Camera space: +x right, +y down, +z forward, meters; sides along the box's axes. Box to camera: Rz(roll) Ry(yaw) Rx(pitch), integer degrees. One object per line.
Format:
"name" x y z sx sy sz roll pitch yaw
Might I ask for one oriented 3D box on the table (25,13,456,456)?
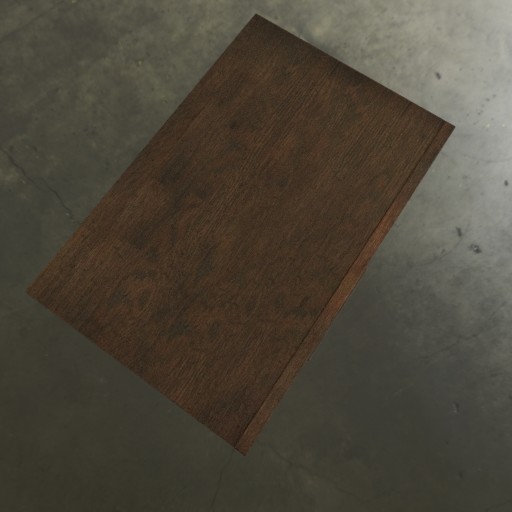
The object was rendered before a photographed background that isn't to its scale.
"table" 0.000 0.000 1.233 0.542 0.746 0.767 34 78 8
